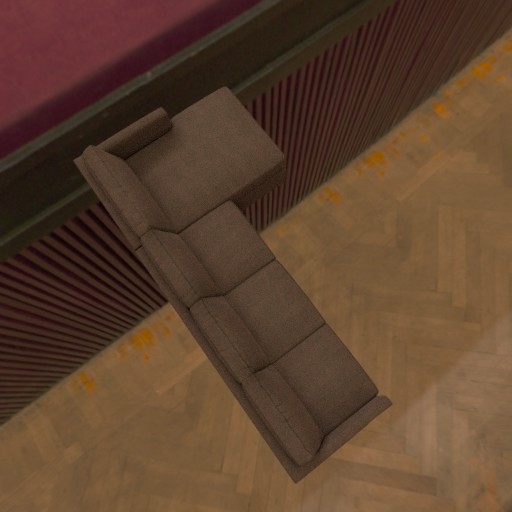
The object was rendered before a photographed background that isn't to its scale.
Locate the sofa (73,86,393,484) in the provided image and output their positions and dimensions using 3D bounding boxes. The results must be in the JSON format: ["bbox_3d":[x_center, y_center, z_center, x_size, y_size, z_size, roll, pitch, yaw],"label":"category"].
[{"bbox_3d":[0.000,0.000,3.893,1.650,0.922,3.205,-35,77,-9],"label":"sofa"}]
